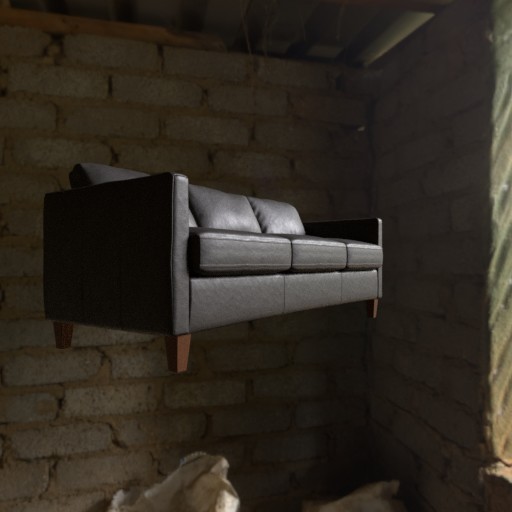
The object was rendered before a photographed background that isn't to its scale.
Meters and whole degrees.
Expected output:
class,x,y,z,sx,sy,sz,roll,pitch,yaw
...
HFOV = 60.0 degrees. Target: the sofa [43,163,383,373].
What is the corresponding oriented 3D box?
class,x,y,z,sx,sy,sz,roll,pitch,yaw
sofa,0.000,0.000,3.030,1.045,1.006,2.464,-1,-1,36
